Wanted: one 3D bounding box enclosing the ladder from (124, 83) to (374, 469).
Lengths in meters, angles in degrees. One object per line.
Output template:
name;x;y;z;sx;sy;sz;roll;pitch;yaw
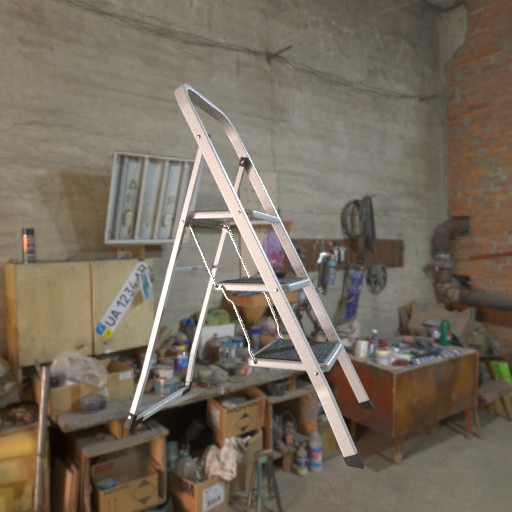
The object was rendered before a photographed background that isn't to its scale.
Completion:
ladder;0.000;0.000;1.422;0.711;1.050;0.460;0;0;18
